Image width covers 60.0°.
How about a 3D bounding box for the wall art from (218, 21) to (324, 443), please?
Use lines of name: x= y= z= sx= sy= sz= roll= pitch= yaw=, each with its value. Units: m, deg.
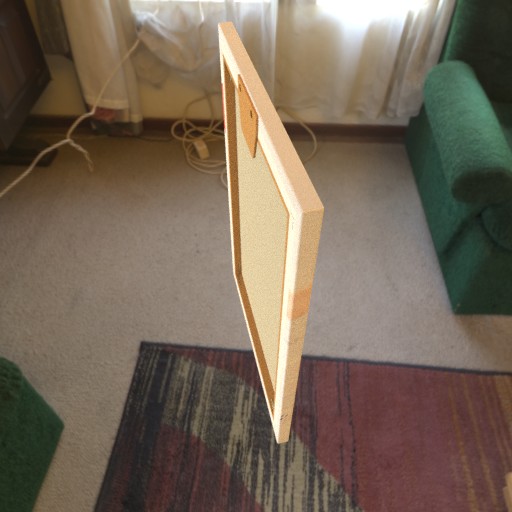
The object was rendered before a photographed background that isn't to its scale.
wall art: x=0.000 y=0.000 z=1.075 sx=0.036 sy=0.848 sz=0.613 roll=-10 pitch=49 yaw=-9
